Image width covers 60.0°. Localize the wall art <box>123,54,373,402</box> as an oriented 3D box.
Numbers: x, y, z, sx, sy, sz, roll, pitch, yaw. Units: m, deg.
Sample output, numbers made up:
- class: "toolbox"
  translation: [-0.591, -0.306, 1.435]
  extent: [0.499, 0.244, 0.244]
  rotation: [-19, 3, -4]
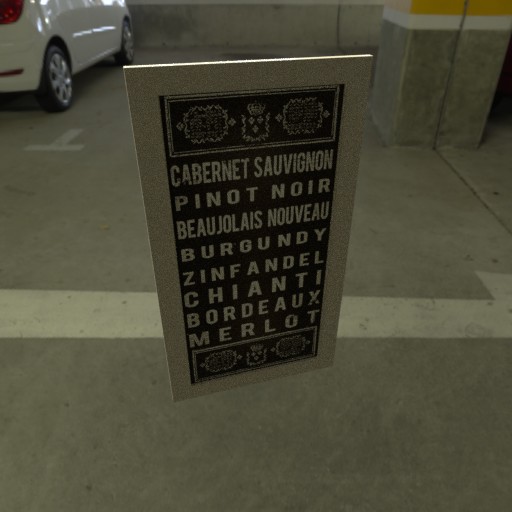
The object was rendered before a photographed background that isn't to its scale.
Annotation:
- class: "wall art"
  translation: [0.000, 0.000, 0.837]
  extent: [0.380, 0.683, 0.013]
  rotation: [-9, 33, -14]
